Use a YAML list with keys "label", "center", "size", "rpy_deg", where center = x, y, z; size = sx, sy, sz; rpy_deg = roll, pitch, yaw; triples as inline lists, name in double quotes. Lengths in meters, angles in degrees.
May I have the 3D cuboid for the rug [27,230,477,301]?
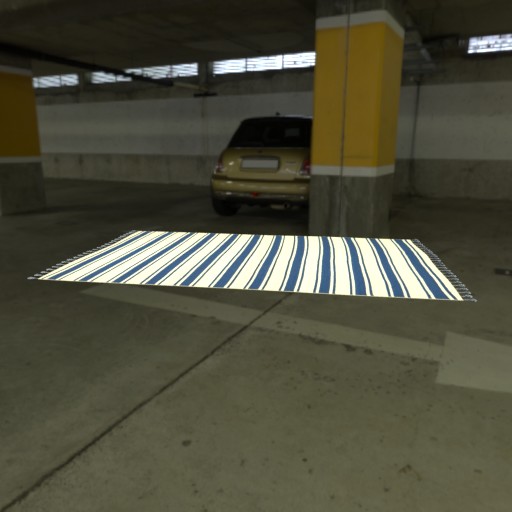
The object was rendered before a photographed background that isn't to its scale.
- label: "rug"
  center: [0.000, 0.000, 2.619]
  size: [2.108, 0.009, 1.248]
  rpy_deg: [2, 14, 9]
